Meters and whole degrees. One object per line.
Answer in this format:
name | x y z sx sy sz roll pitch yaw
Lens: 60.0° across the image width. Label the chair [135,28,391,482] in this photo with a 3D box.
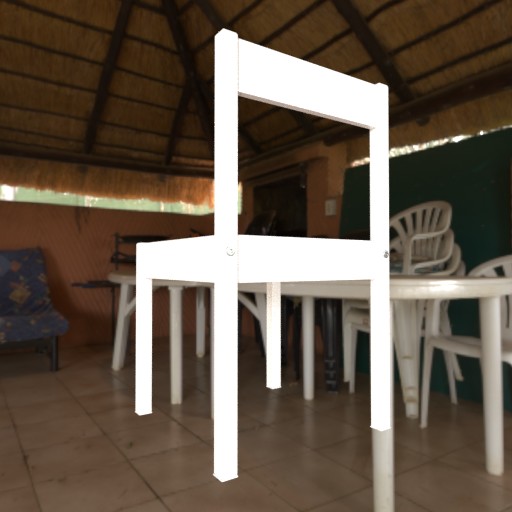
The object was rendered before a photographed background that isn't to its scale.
chair | 0.000 0.000 0.689 0.285 0.505 0.285 1 -1 -34
